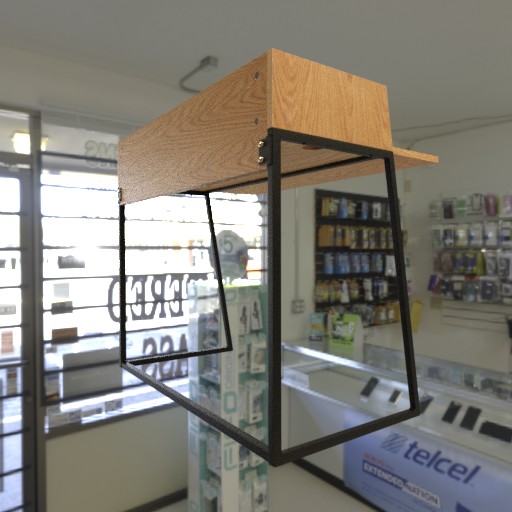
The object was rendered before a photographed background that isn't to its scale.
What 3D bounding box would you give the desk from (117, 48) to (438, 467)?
[{"bbox_3d":[0.000,0.000,1.818,0.769,1.061,1.191,-1,1,-35],"label":"desk"}]
